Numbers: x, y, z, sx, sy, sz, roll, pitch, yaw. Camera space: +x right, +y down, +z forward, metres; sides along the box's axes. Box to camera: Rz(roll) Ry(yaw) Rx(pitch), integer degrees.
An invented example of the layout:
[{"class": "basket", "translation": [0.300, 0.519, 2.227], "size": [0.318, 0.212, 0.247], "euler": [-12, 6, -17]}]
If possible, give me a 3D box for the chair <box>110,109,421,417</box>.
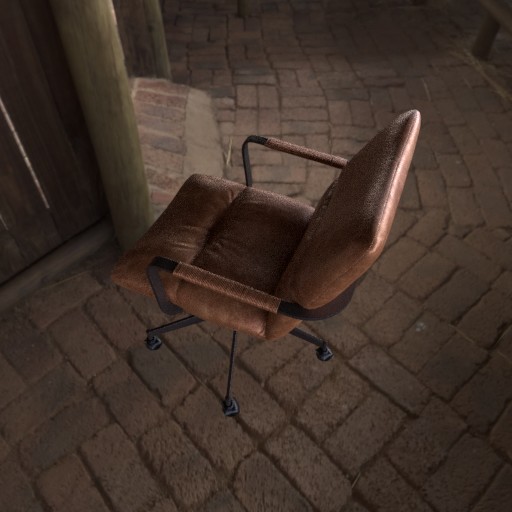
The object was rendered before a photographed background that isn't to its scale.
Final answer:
[{"class": "chair", "translation": [0.000, 0.000, 1.436], "size": [0.754, 0.922, 0.727], "euler": [17, 50, 15]}]
